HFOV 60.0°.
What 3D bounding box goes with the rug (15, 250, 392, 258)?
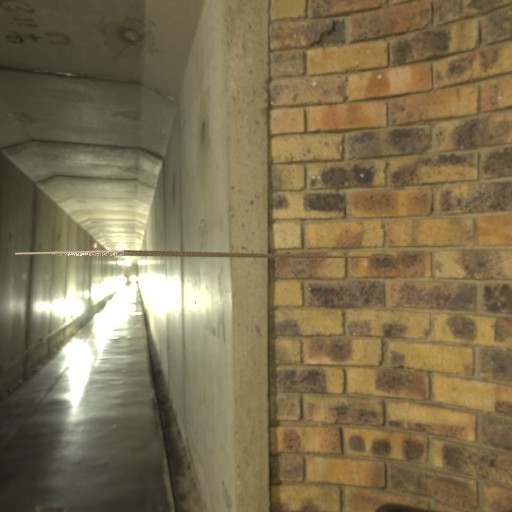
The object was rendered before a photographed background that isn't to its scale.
[{"bbox_3d":[0.000,0.000,2.654,0.762,0.008,2.439,-1,-1,37],"label":"rug"}]
